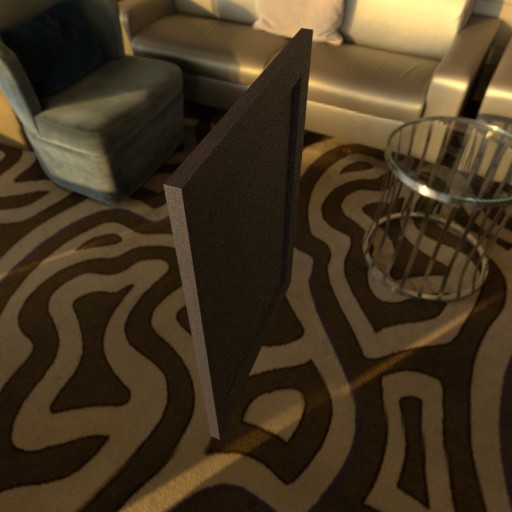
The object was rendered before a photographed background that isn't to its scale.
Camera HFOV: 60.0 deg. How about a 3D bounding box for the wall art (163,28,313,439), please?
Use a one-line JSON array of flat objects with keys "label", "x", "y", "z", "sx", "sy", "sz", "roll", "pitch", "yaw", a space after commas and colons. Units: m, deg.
[{"label": "wall art", "x": 0.000, "y": 0.000, "z": 0.652, "sx": 0.017, "sy": 0.513, "sz": 0.359, "roll": 16, "pitch": 49, "yaw": 15}]
